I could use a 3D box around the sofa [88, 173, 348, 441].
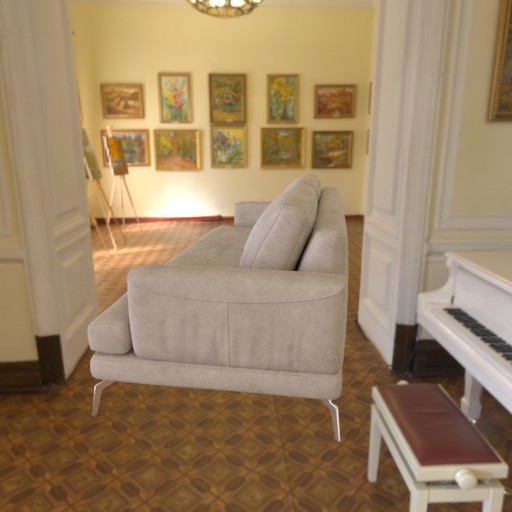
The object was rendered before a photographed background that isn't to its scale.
[{"bbox_3d":[0.000,0.000,2.504,0.980,0.830,2.013,2,15,9],"label":"sofa"}]
